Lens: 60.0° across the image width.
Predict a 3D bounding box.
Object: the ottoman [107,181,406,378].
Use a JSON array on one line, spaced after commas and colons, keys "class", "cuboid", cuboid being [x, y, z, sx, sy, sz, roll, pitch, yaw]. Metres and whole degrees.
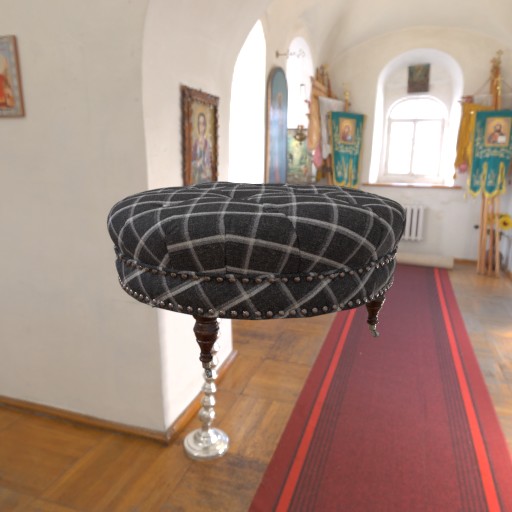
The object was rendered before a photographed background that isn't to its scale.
[{"class": "ottoman", "cuboid": [0.000, 0.000, 1.416, 0.901, 0.439, 0.901, 0, 14, 0]}]
